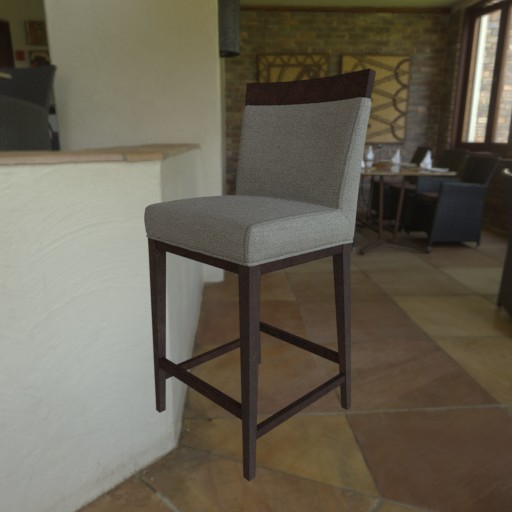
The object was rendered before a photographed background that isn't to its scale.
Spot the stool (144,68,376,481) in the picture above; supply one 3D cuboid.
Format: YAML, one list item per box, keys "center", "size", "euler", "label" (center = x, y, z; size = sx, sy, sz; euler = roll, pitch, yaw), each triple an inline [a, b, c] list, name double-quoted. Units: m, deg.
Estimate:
- center: [0.000, 0.000, 1.431]
  size: [0.531, 1.117, 0.511]
  euler: [-14, 21, -43]
  label: "stool"
